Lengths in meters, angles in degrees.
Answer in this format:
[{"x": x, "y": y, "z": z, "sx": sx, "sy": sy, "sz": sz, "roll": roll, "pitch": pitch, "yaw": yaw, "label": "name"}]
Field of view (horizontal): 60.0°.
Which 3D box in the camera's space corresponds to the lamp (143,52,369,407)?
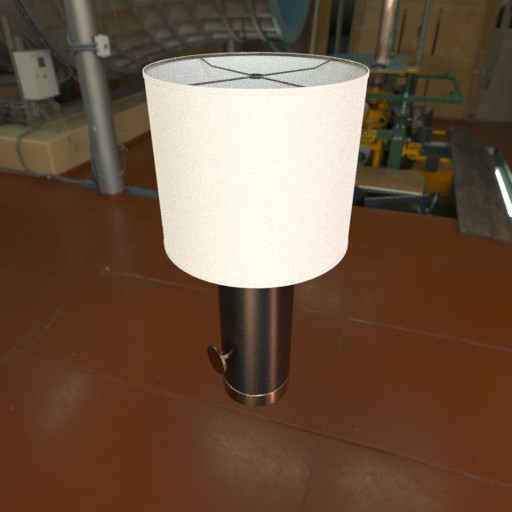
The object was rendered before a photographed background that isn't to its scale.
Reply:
[{"x": 0.000, "y": 0.000, "z": 0.607, "sx": 0.240, "sy": 0.482, "sz": 0.241, "roll": -22, "pitch": 38, "yaw": -31, "label": "lamp"}]
